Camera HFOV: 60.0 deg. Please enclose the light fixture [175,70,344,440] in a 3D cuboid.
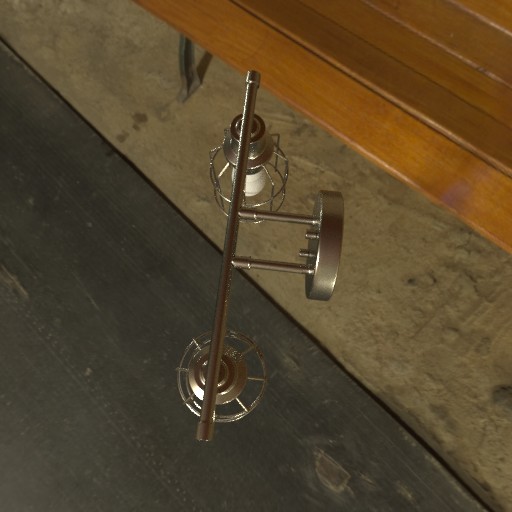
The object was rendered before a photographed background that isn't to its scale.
[{"bbox_3d":[0.000,0.000,0.538,0.165,0.254,0.406,6,74,2],"label":"light fixture"}]
